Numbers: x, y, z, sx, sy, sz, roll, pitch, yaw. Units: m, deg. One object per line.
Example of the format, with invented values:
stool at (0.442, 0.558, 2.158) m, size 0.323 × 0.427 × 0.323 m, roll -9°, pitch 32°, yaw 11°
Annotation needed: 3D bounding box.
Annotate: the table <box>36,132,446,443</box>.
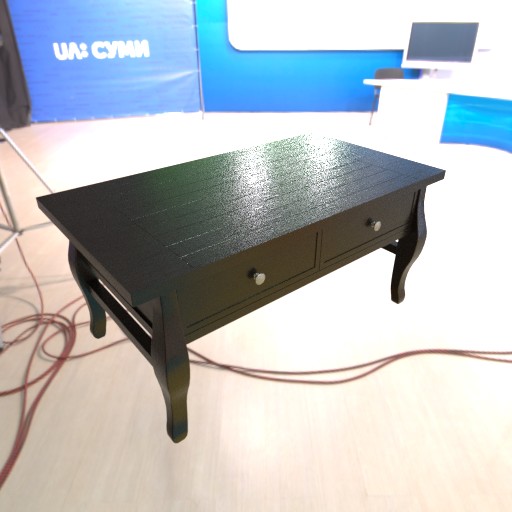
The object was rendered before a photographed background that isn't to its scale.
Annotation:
table at (0.000, 0.000, 1.417) m, size 1.062 × 0.494 × 0.600 m, roll -22°, pitch 37°, yaw -33°
